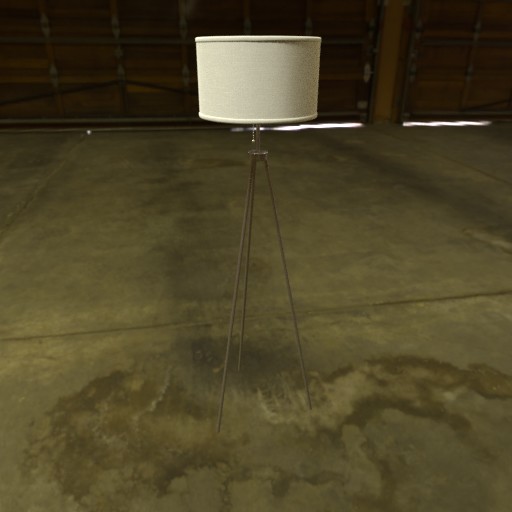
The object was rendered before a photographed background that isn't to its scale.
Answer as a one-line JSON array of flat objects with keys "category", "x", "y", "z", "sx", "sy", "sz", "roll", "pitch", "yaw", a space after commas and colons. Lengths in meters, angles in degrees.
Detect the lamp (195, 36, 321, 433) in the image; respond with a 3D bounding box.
[{"category": "lamp", "x": 0.000, "y": 0.000, "z": 1.748, "sx": 0.448, "sy": 1.545, "sz": 0.458, "roll": 16, "pitch": 29, "yaw": 32}]
